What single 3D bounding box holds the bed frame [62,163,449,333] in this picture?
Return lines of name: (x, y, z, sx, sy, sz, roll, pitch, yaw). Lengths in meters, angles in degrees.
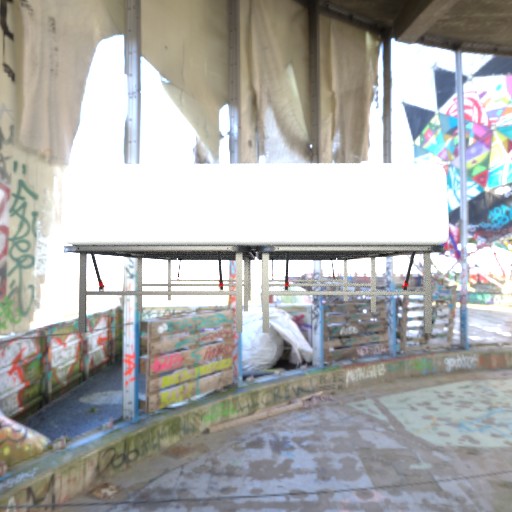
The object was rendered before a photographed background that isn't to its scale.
bed frame: (0.000, 0.000, 2.708, 1.528, 0.677, 2.037, 0, -2, 1)
